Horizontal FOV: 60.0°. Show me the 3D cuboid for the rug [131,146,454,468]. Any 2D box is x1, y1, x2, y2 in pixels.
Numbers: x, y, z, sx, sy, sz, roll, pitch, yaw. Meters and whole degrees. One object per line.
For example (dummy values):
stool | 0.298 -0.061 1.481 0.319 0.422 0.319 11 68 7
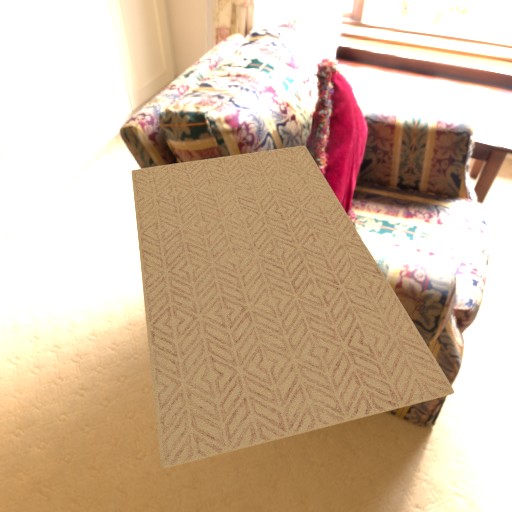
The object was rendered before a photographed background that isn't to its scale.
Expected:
rug | 0.000 0.000 2.993 1.523 0.008 2.438 -10 47 -10
